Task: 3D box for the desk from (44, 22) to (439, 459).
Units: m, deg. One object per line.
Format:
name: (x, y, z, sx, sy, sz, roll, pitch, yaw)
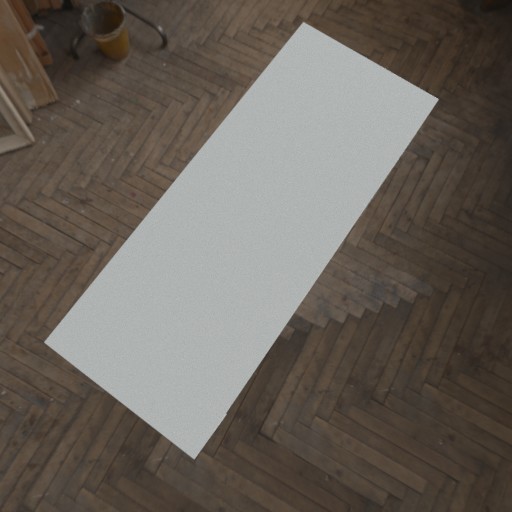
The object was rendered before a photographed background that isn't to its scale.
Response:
desk: (0.000, 0.000, 1.399, 0.400, 0.790, 1.000, 34, 78, 8)
